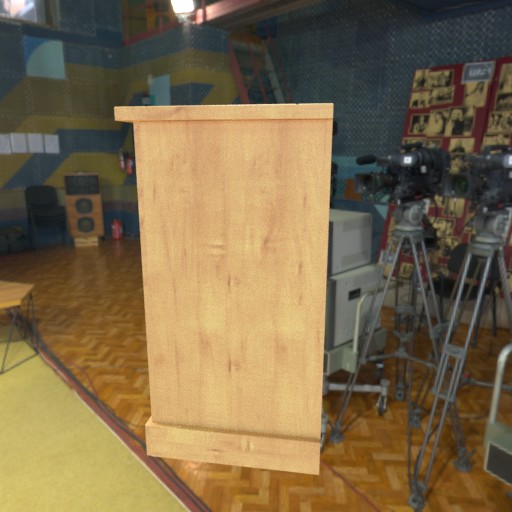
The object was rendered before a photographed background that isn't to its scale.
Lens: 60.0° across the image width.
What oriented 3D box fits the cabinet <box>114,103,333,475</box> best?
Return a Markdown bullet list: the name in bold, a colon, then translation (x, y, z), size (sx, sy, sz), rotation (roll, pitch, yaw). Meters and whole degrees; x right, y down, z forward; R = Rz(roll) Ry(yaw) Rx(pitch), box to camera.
- **cabinet**: translation (0.000, 0.000, 1.427), size (0.450, 0.840, 0.920), rotation (2, 14, 9)
